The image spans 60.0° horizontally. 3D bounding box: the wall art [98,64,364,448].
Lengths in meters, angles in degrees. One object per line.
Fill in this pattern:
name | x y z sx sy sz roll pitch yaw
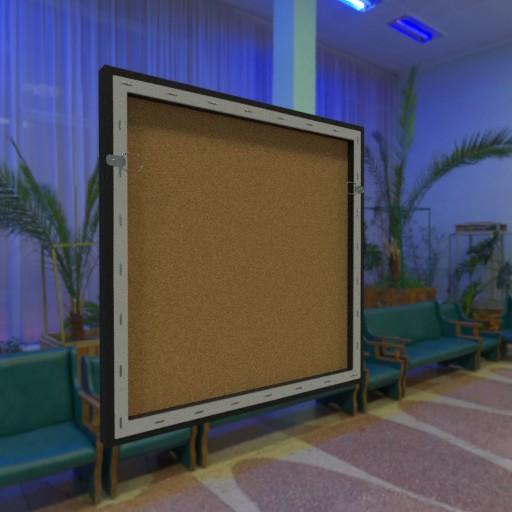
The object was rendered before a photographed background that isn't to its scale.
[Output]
wall art | 0.000 0.000 1.110 0.758 0.758 0.044 0 1 -36
